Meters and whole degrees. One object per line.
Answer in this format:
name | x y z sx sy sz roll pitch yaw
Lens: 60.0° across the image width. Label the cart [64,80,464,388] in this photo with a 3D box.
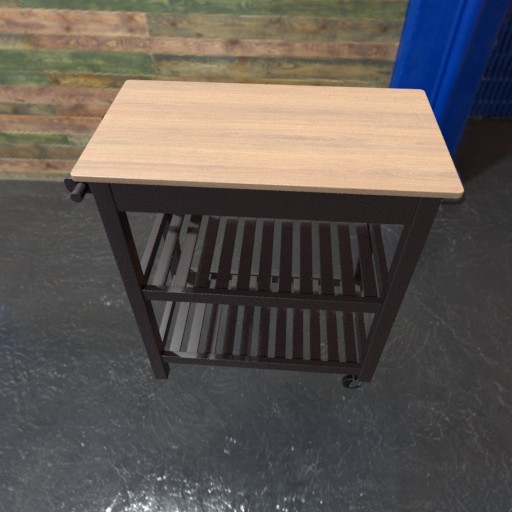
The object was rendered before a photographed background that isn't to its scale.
cart | 0.000 0.000 1.428 0.899 0.927 0.457 3 47 3
